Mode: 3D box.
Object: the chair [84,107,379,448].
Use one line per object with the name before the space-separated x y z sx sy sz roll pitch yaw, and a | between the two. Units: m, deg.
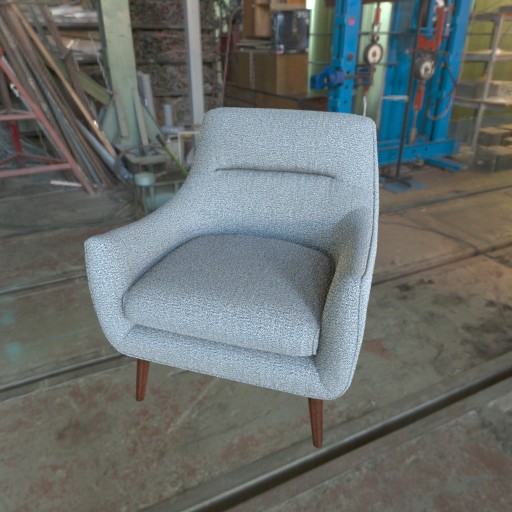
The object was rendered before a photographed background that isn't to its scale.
chair | 0.000 0.000 1.465 0.762 0.838 0.787 8 28 16
